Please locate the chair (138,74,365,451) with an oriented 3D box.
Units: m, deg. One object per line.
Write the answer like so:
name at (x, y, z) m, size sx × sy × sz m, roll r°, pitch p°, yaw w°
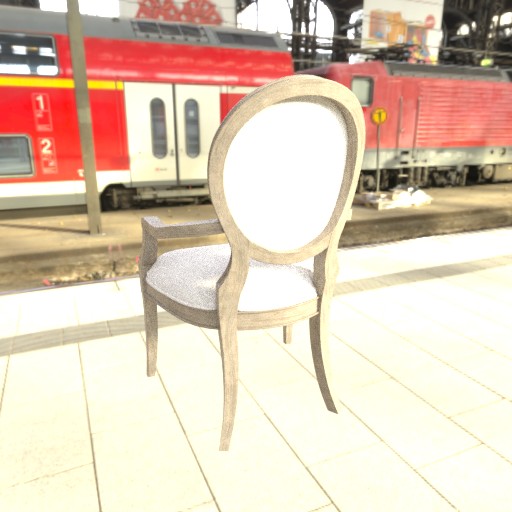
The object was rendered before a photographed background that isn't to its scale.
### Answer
chair at (0.000, 0.000, 1.368) m, size 0.611 × 0.991 × 0.602 m, roll -8°, pitch 18°, yaw -25°
